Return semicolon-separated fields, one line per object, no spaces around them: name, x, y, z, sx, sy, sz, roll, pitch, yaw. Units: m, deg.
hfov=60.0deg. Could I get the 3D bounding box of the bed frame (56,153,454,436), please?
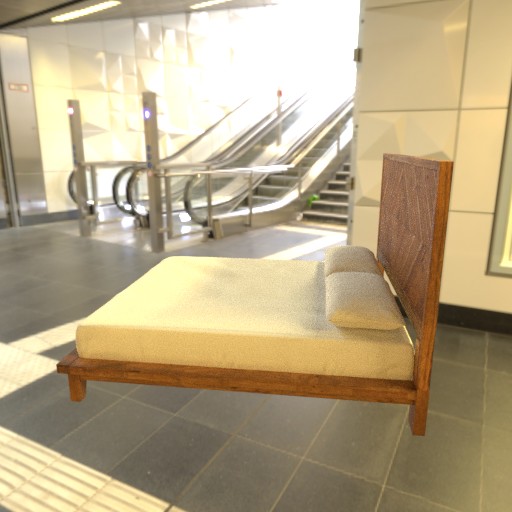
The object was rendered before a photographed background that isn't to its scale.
bed frame;0.000;0.000;3.474;2.235;1.537;2.038;2;14;8
